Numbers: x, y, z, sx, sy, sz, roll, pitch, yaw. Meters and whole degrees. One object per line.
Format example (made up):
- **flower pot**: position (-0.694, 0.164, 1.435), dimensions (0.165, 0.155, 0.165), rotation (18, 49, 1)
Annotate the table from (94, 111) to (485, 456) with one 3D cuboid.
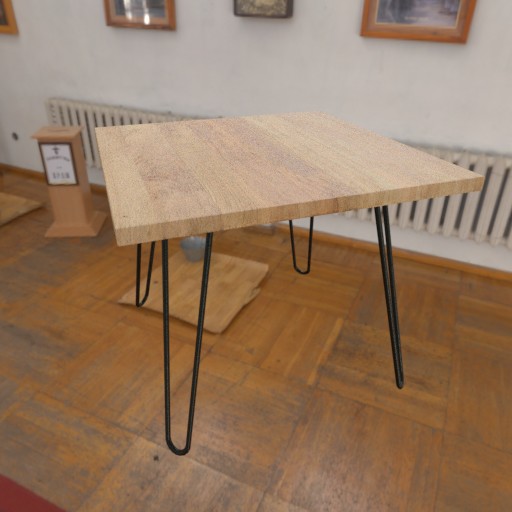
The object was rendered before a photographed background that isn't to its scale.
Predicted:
- **table**: position (0.000, 0.000, 1.016), dimensions (0.599, 0.500, 0.599), rotation (-10, 30, -17)
